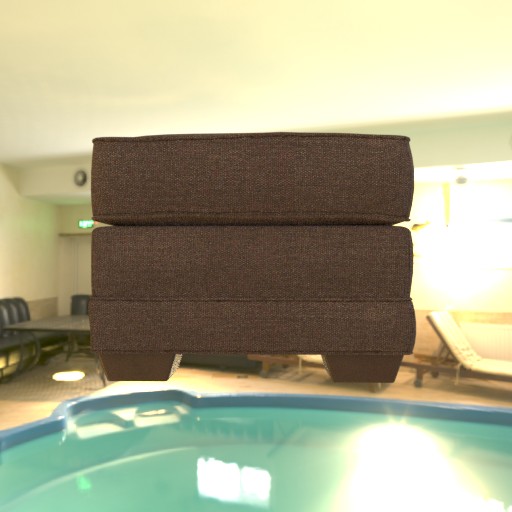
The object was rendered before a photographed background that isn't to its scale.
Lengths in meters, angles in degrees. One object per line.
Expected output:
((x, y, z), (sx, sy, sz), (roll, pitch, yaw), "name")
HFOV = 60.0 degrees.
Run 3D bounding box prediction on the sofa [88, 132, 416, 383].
((0.000, 0.000, 1.175), (0.578, 0.457, 0.854), (0, -1, 1), "sofa")
